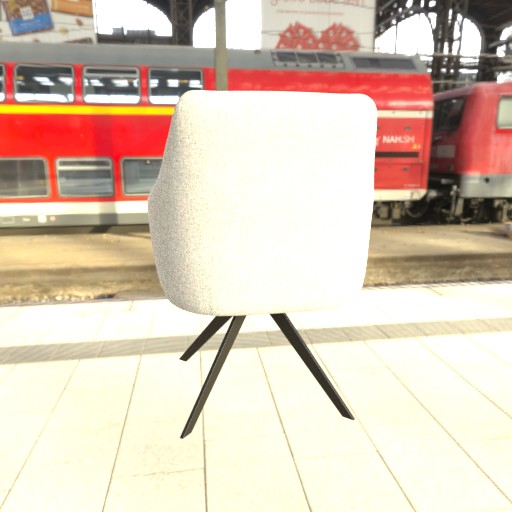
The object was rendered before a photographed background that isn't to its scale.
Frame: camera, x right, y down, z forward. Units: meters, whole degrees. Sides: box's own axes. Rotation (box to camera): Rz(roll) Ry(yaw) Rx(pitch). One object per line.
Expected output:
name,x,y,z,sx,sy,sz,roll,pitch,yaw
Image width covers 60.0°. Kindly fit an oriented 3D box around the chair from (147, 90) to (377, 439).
chair,0.000,0.000,1.352,0.642,0.874,0.677,-2,13,-10
